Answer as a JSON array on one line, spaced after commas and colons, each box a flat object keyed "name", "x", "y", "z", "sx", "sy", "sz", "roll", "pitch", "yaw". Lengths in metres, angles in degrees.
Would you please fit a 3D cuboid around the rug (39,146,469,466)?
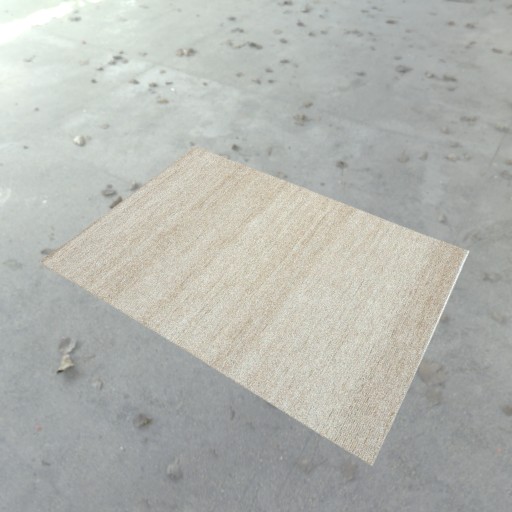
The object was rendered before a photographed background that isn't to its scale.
[{"name": "rug", "x": 0.000, "y": 0.000, "z": 2.849, "sx": 2.283, "sy": 0.030, "sz": 1.596, "roll": 25, "pitch": 51, "yaw": 22}]
